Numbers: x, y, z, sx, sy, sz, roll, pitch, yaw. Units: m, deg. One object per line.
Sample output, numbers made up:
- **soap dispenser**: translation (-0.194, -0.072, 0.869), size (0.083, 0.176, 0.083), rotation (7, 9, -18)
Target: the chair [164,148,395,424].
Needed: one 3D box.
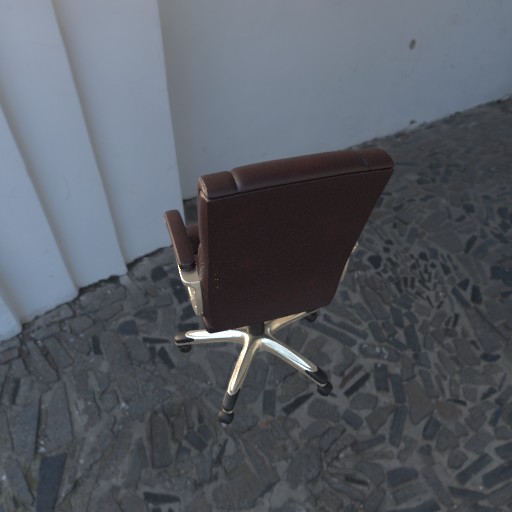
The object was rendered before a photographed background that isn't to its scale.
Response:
- **chair**: translation (0.000, 0.000, 1.572), size (0.662, 1.107, 0.739), rotation (-12, 43, -13)
